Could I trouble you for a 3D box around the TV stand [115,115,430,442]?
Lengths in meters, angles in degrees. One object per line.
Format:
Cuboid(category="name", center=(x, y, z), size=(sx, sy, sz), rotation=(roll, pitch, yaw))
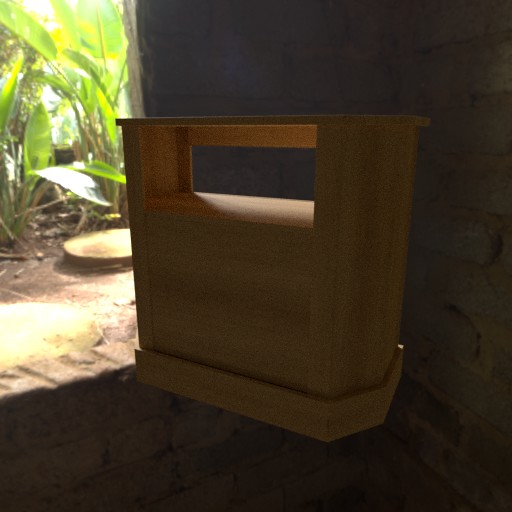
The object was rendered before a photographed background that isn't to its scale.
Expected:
Cuboid(category="TV stand", center=(0.000, 0.000, 1.320), size=(0.851, 0.781, 0.425), rotation=(8, 18, 26))
